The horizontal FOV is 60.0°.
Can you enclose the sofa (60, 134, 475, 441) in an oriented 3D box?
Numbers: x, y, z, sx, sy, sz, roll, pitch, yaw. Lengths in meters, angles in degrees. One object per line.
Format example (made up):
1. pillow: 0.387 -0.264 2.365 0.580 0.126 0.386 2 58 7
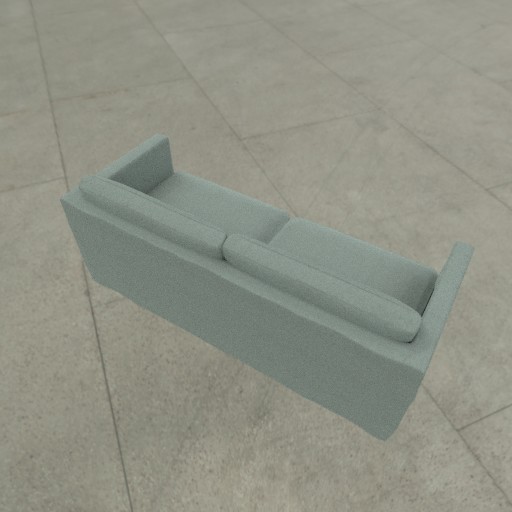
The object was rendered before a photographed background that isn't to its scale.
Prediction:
1. sofa: 0.000 0.000 2.780 2.312 0.853 0.962 24 50 22
